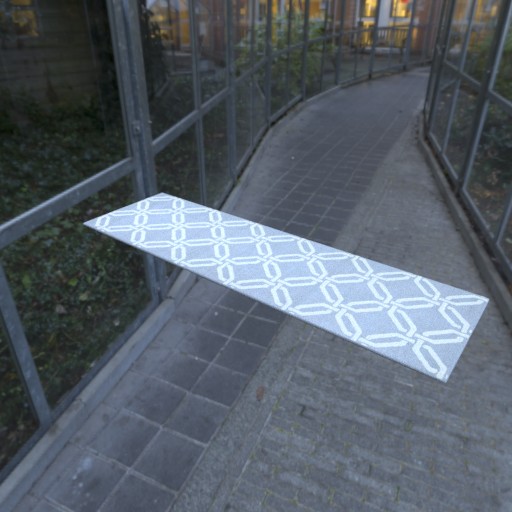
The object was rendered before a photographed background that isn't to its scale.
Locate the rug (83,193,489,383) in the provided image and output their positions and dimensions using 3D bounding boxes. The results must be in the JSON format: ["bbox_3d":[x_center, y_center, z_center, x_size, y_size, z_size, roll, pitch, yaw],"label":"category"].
[{"bbox_3d":[0.000,0.000,2.471,2.276,0.014,0.678,20,35,32],"label":"rug"}]
